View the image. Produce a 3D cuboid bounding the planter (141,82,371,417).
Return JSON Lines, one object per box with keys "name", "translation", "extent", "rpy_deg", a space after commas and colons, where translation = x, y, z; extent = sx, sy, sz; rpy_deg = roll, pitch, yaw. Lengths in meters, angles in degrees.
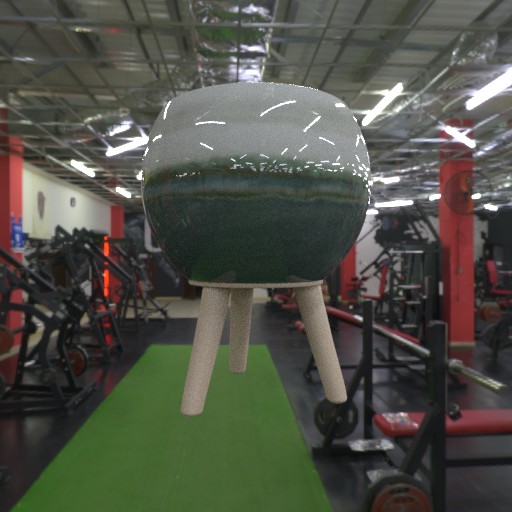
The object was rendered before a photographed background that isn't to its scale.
{"name": "planter", "translation": [0.000, 0.000, 0.442], "extent": [0.222, 0.278, 0.222], "rpy_deg": [0, 0, 0]}
